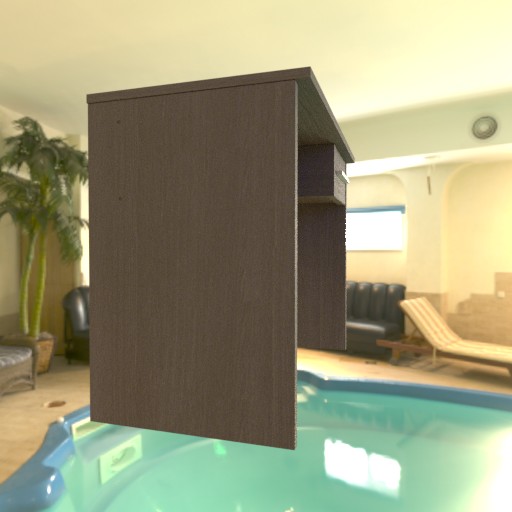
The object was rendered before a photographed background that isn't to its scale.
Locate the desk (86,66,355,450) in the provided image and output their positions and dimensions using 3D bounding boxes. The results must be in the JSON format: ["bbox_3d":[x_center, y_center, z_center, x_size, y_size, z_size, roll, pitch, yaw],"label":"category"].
[{"bbox_3d":[0.000,0.000,1.330,0.498,0.724,0.893,0,1,18],"label":"desk"}]
